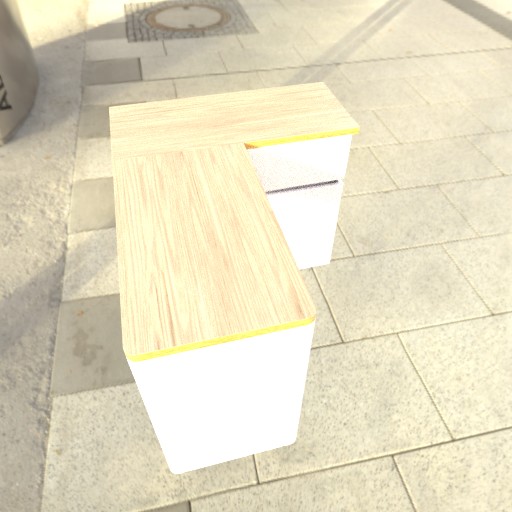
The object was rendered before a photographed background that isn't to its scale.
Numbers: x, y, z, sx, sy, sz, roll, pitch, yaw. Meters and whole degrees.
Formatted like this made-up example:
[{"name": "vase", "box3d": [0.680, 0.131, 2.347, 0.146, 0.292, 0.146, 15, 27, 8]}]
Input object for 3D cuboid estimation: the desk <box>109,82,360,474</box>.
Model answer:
[{"name": "desk", "box3d": [0.000, 0.000, 1.711, 0.900, 0.760, 1.170, -10, 47, -10]}]
